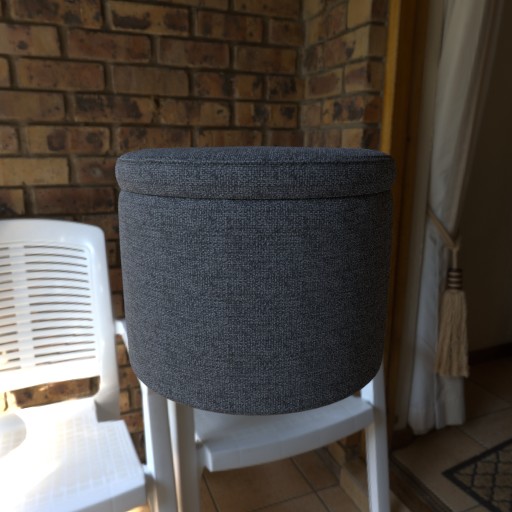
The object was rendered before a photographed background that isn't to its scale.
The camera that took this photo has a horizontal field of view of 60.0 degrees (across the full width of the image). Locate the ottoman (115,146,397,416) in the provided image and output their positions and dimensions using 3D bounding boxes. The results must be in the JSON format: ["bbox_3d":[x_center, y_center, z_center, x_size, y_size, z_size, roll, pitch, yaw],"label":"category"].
[{"bbox_3d":[0.000,0.000,0.894,0.520,0.430,0.520,0,14,0],"label":"ottoman"}]
